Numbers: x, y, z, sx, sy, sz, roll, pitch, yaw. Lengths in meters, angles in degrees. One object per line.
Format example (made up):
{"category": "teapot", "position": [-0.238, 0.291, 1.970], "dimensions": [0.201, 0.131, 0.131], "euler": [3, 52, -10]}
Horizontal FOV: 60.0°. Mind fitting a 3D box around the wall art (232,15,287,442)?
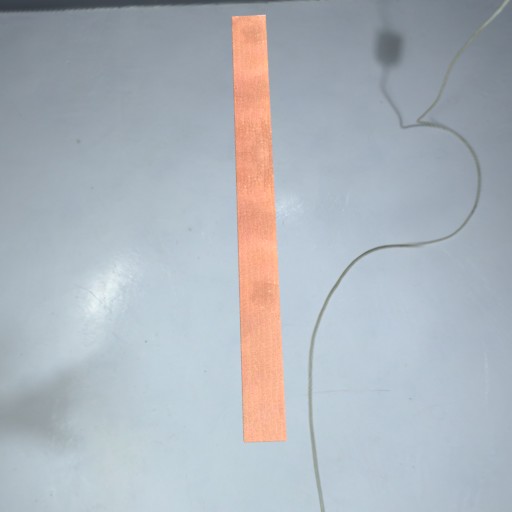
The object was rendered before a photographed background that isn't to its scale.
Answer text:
{"category": "wall art", "position": [0.000, 0.000, 0.596], "dimensions": [0.035, 0.403, 0.403], "euler": [-2, 76, -1]}
